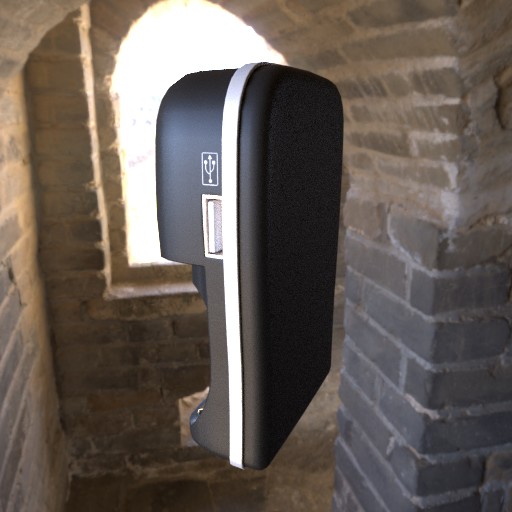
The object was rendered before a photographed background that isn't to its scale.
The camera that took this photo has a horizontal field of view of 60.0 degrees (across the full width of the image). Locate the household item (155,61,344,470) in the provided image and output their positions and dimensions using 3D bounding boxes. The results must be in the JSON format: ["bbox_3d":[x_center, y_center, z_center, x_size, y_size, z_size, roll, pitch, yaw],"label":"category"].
[{"bbox_3d":[0.000,0.000,0.147,0.038,0.114,0.070,8,18,25],"label":"household item"}]
